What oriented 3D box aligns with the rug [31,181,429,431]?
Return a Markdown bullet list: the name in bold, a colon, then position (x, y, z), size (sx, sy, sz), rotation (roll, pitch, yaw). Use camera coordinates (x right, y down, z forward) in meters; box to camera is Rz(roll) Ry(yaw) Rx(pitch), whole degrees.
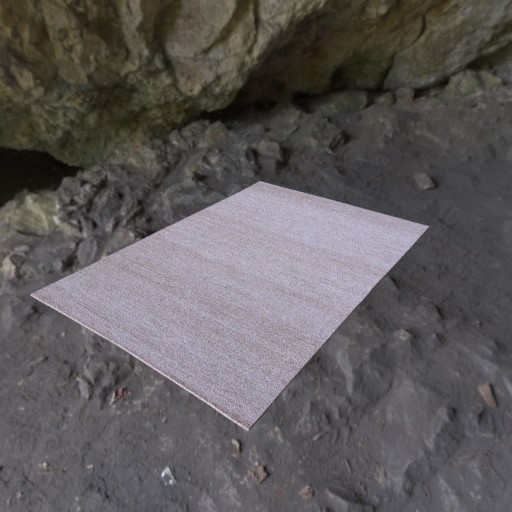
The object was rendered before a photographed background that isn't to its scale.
- **rug**: position (0.000, 0.000, 2.970), size (1.596, 0.030, 2.283), rotation (21, 36, 31)
